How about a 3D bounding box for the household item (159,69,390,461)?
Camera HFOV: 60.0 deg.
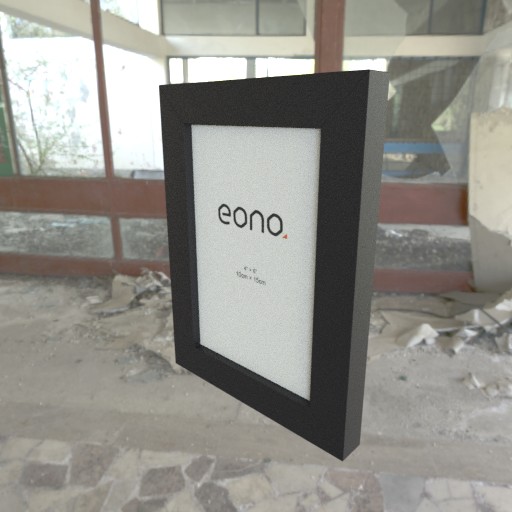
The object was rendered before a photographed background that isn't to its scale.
[{"bbox_3d":[0.000,0.000,0.239,0.133,0.178,0.022,16,23,41],"label":"household item"}]
